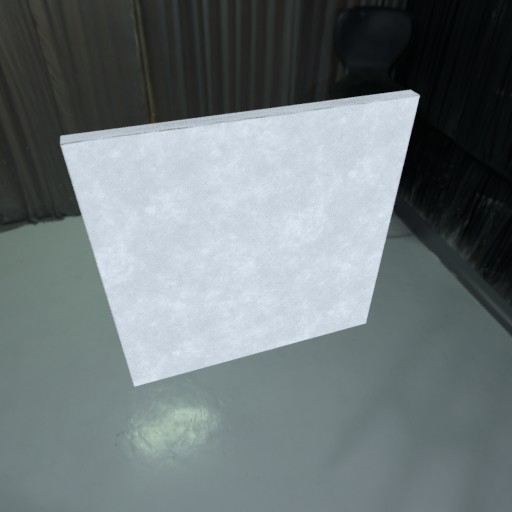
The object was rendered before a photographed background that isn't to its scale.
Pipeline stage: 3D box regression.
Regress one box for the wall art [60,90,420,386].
[{"bbox_3d":[0.000,0.000,0.459,0.303,0.303,0.015,-12,41,-14],"label":"wall art"}]
